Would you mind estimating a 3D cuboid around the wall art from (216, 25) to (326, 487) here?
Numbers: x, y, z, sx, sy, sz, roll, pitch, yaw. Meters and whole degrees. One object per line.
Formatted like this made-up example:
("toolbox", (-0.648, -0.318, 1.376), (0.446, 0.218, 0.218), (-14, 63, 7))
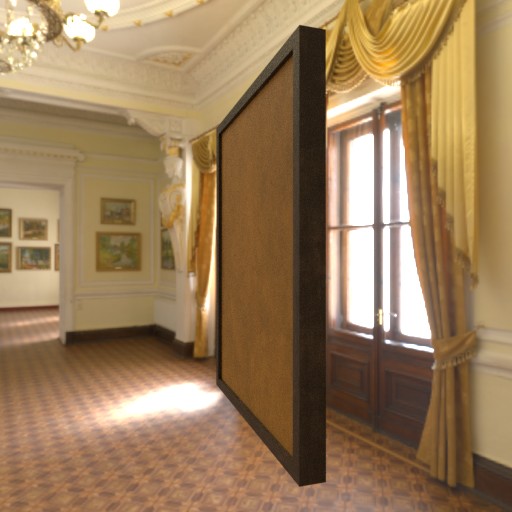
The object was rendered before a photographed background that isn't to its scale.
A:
("wall art", (0.000, 0.000, 0.550), (0.027, 0.406, 0.329), (0, 0, -18))
